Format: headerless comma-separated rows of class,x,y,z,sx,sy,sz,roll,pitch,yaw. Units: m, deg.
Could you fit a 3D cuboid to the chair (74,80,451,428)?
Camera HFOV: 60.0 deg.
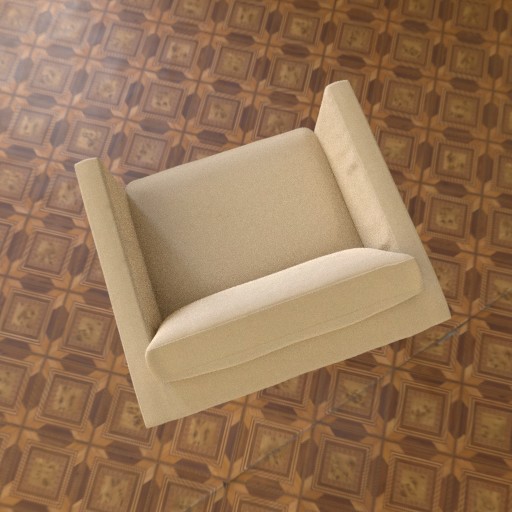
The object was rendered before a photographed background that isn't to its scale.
chair,0.000,0.000,1.731,1.057,0.851,0.947,-19,77,-4
